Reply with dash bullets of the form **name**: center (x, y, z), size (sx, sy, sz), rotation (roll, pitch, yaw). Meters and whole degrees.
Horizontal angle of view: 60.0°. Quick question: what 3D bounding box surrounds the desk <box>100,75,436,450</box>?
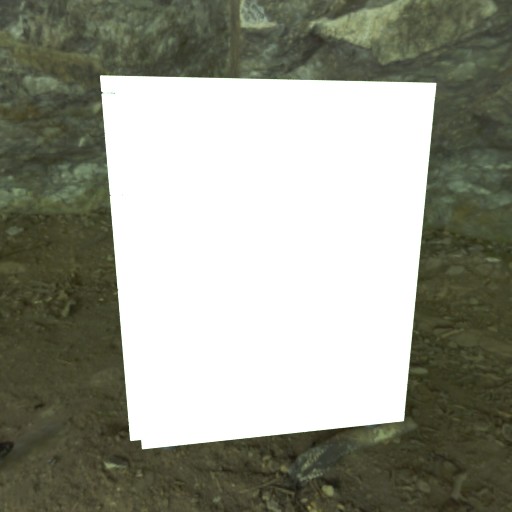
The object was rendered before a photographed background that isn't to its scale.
- **desk**: center (0.000, 0.000, 1.045), size (0.600, 0.730, 0.404), rotation (-2, 15, -9)
